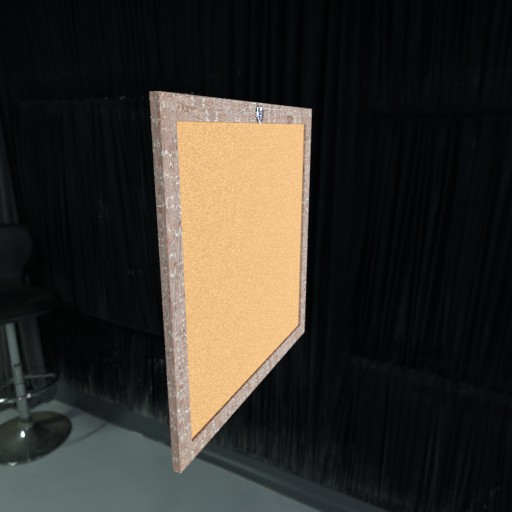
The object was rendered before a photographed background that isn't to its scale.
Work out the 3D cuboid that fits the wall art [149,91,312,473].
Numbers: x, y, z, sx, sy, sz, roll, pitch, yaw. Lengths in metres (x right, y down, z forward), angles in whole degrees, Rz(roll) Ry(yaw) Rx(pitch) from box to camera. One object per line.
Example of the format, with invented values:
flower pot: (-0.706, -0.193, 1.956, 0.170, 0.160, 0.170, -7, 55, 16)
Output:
wall art: (0.000, 0.000, 0.588, 0.012, 0.384, 0.384, 8, 18, 25)
